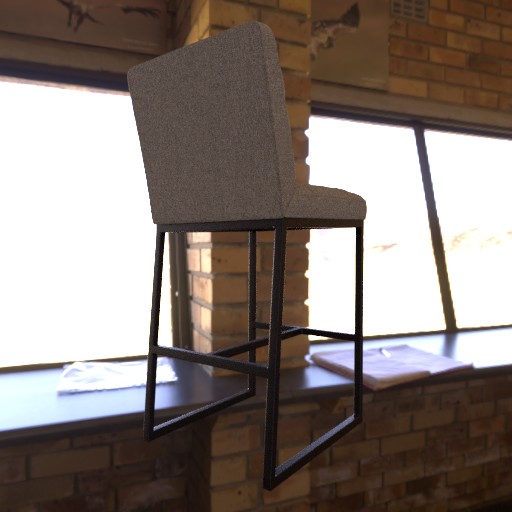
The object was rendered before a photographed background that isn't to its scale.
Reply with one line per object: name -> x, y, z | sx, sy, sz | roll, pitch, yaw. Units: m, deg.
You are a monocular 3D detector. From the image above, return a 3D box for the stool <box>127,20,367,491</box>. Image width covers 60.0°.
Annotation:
stool -> 0.000, 0.000, 1.292 | 0.459, 1.034, 0.571 | 1, 1, 37
